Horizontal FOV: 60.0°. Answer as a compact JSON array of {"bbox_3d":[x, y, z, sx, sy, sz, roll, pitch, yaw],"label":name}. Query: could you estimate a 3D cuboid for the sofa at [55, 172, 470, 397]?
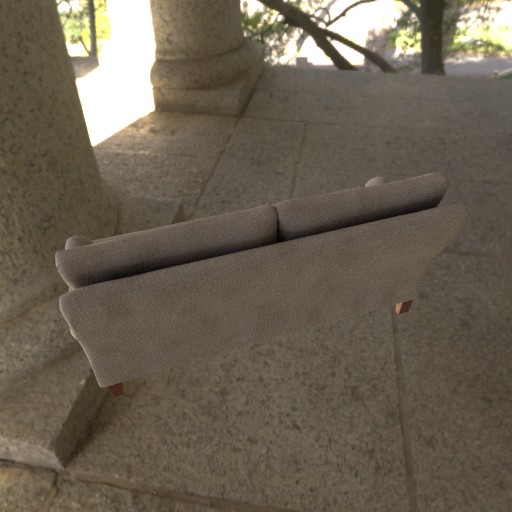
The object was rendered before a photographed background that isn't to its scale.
[{"bbox_3d":[0.000,0.000,2.789,2.193,1.096,1.069,-13,42,-15],"label":"sofa"}]
